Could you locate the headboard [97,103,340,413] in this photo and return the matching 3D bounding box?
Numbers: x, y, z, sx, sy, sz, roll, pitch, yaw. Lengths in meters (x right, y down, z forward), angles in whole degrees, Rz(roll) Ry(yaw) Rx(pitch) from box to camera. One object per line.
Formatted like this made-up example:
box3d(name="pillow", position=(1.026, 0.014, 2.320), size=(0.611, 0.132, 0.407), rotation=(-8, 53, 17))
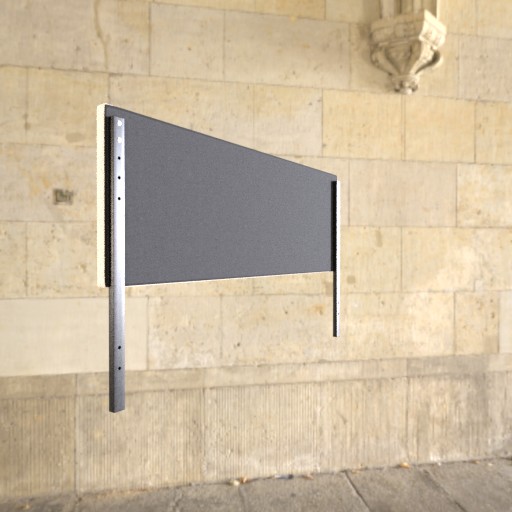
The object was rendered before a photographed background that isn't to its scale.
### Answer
box3d(name="headboard", position=(0.000, 0.000, 2.961), size=(0.120, 1.410, 2.362), rotation=(0, 1, 37))
